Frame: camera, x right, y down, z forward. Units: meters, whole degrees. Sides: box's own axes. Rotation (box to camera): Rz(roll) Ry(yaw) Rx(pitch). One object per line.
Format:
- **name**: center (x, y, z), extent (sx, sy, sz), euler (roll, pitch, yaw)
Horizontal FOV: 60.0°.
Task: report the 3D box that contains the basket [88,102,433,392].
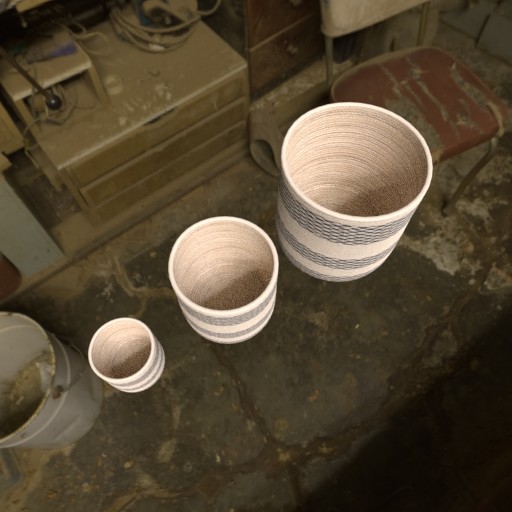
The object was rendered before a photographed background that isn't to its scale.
- **basket**: center (0.000, 0.000, 1.094), extent (0.917, 0.356, 0.351), euler (-33, 68, -15)
